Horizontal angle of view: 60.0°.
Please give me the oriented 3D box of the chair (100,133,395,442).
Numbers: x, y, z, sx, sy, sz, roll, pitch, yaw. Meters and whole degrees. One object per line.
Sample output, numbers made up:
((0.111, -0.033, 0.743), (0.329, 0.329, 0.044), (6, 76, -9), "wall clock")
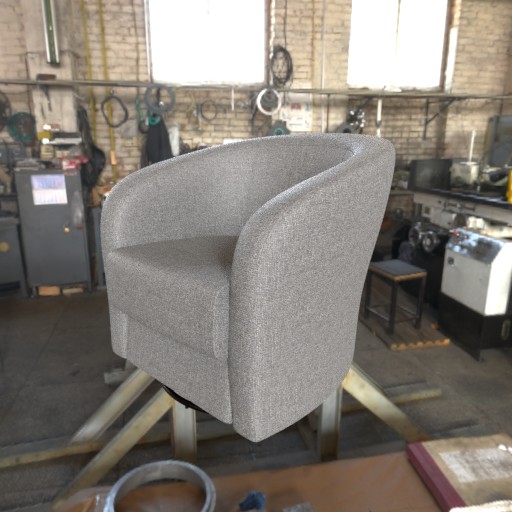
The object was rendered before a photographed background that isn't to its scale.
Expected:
((0.000, 0.000, 1.433), (0.791, 0.771, 0.815), (14, 20, 42), "chair")
